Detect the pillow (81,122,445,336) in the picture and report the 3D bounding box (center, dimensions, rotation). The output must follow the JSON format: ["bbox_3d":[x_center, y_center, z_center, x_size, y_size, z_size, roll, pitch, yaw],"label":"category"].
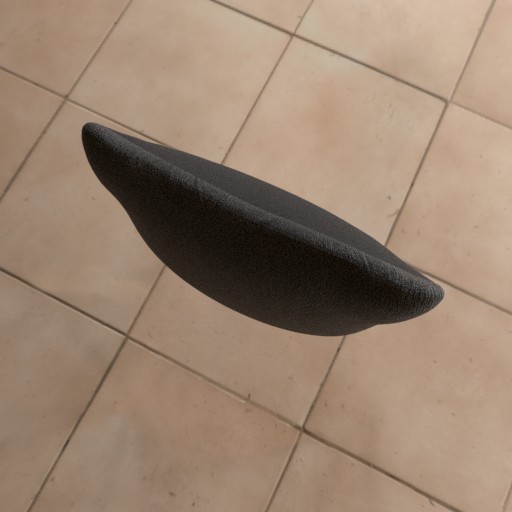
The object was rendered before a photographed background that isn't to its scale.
[{"bbox_3d":[0.000,0.000,0.806,0.533,0.523,0.210,25,79,5],"label":"pillow"}]
